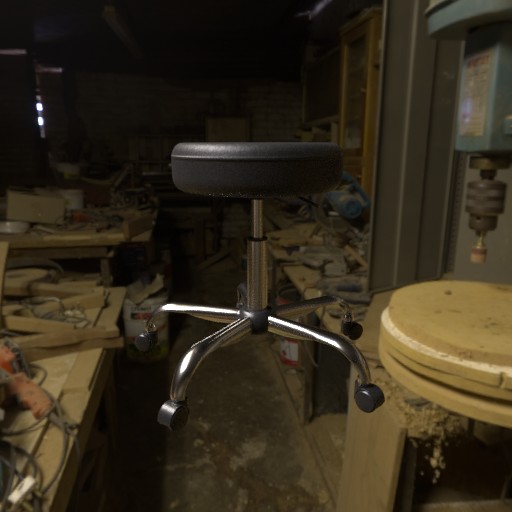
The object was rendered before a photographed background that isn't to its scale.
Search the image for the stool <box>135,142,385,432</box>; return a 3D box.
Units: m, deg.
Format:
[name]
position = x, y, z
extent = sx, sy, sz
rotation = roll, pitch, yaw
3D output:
[stool]
position = 0.000, 0.000, 1.161
extent = 0.673, 0.576, 0.638
rotation = -2, 15, -8
